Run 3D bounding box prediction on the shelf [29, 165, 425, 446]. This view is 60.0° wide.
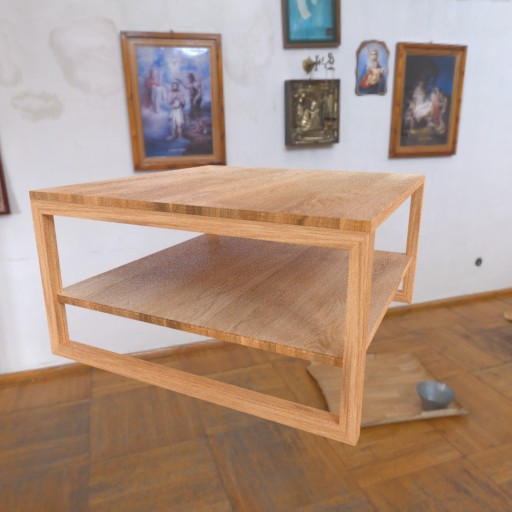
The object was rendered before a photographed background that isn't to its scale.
[{"bbox_3d":[0.000,0.000,1.436,0.899,0.480,0.899,8,18,25],"label":"shelf"}]
